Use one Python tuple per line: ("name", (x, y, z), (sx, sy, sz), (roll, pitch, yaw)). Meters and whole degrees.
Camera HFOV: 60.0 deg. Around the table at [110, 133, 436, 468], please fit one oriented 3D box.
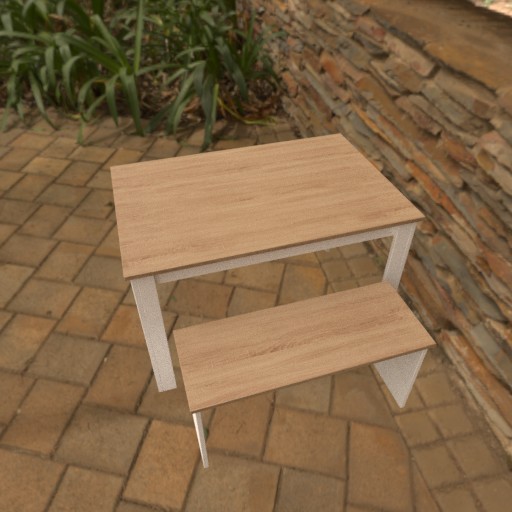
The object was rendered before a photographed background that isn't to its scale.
("table", (0.000, 0.000, 2.015), (1.100, 0.700, 1.443), (-11, 42, -13))
